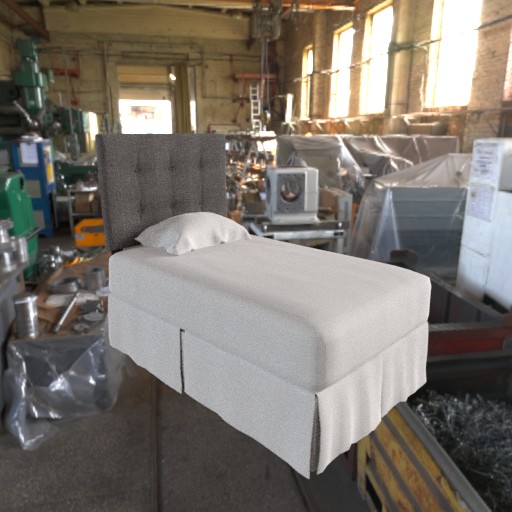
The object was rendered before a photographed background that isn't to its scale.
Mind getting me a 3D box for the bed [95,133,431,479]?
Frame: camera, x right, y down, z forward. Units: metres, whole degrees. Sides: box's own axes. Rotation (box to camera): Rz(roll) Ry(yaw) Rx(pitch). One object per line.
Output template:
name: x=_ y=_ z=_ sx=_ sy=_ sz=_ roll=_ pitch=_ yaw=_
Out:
bed: x=0.000 y=0.000 z=2.940 sx=1.997 sy=1.571 sz=1.261 roll=14 pitch=21 yaw=42
